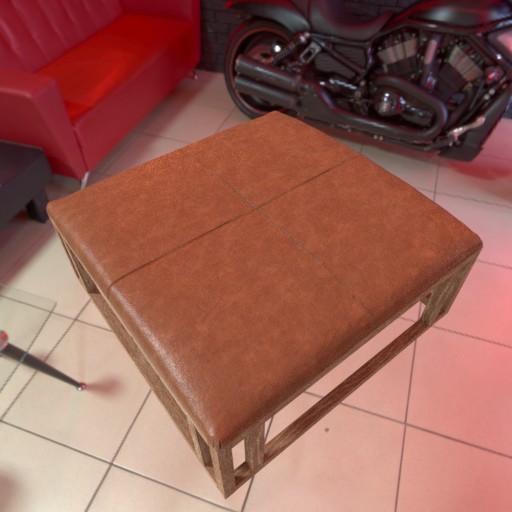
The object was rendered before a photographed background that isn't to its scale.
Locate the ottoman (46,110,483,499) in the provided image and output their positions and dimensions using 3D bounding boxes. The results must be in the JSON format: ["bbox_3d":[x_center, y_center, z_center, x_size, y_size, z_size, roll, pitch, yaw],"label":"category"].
[{"bbox_3d":[0.000,0.000,1.534,1.016,0.442,1.013,-30,54,-25],"label":"ottoman"}]
